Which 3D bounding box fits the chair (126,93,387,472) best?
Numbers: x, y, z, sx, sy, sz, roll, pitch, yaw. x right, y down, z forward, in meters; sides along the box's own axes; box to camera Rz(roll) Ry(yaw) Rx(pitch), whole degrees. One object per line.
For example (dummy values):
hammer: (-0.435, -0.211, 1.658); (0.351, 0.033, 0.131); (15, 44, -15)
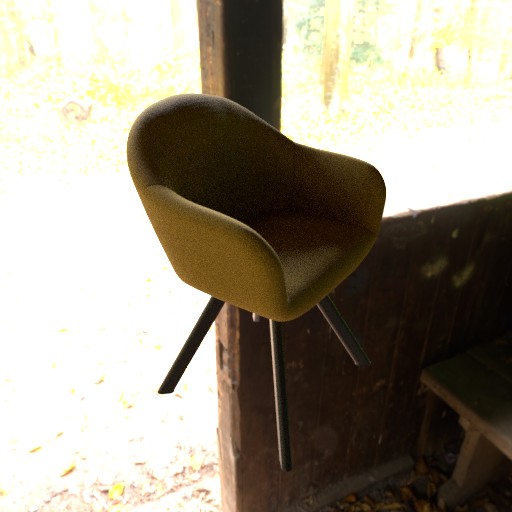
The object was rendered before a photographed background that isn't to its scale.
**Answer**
chair: (0.000, 0.000, 1.194); (0.550, 0.795, 0.590); (18, 32, 32)
